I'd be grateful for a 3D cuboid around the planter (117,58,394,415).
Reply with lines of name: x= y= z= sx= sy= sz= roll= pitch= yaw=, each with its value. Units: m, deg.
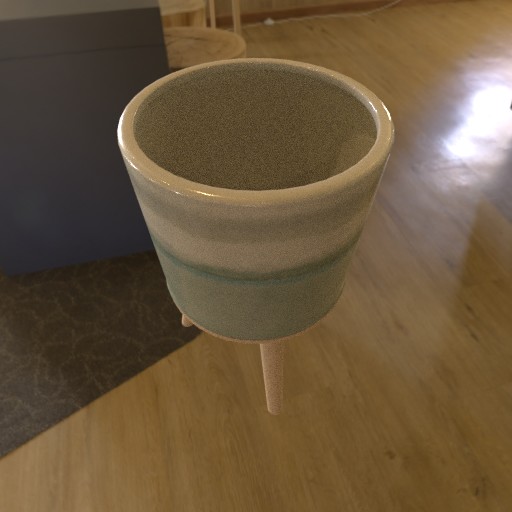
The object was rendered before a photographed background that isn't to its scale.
planter: x=0.000 y=0.000 z=0.577 sx=0.265 sy=0.404 sz=0.265 roll=0 pitch=47 yaw=0
